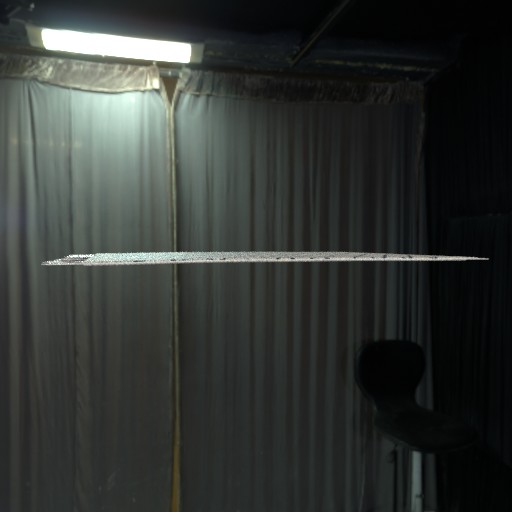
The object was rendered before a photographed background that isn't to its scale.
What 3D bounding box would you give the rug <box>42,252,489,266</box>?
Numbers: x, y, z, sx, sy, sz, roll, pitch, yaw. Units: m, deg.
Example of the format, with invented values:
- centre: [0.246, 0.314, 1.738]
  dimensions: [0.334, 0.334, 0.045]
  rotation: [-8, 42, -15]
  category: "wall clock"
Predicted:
- centre: [0.000, 0.000, 3.171]
  dimensions: [2.615, 0.029, 1.664]
  rotation: [-1, 2, -18]
  category: "rug"
